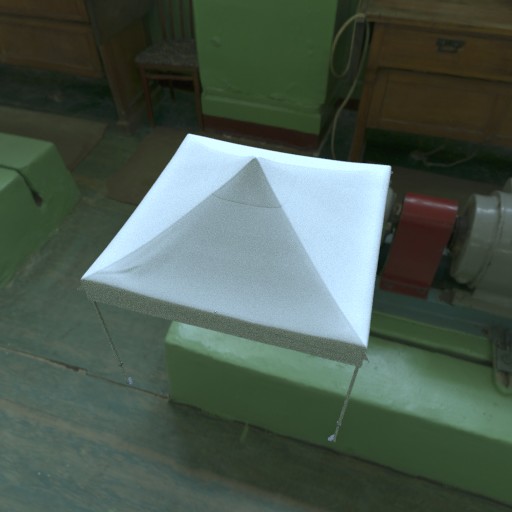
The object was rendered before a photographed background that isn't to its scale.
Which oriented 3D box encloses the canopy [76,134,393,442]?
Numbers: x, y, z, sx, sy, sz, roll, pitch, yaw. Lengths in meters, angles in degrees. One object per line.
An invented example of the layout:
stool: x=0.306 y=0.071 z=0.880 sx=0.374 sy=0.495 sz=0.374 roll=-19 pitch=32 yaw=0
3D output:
canopy: x=0.000 y=0.000 z=5.682 sx=2.994 sy=2.998 sz=2.996 roll=12 pitch=48 yaw=11
